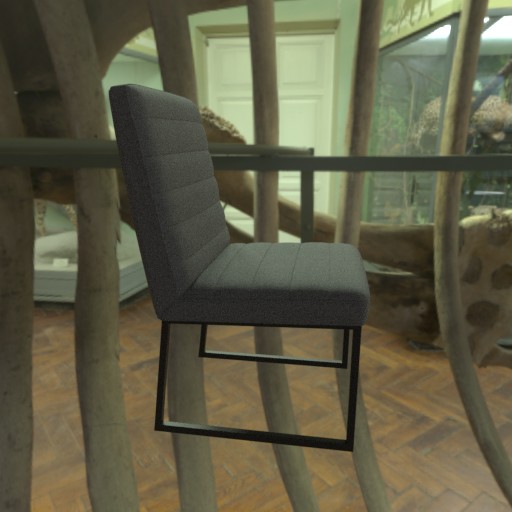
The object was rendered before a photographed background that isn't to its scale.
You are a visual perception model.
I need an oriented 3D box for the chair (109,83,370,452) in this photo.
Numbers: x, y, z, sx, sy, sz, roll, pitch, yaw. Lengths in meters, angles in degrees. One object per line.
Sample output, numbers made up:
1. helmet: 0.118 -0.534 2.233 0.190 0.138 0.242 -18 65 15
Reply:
1. chair: 0.000 0.000 1.321 0.634 0.930 0.520 2 15 9
